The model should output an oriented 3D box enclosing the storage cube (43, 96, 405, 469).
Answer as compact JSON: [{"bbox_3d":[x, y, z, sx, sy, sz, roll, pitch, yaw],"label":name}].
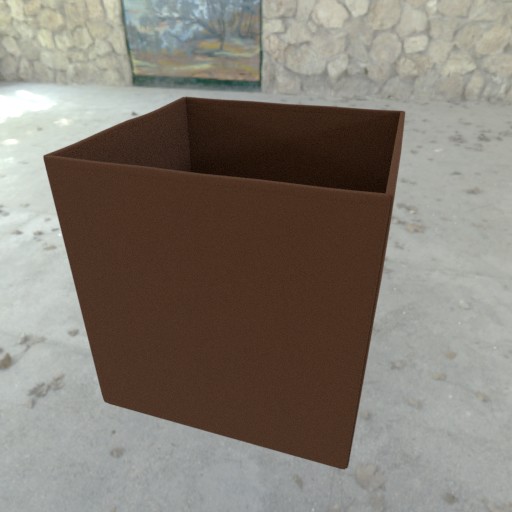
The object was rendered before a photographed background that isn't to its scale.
[{"bbox_3d":[0.000,0.000,0.488,0.270,0.280,0.270,9,32,15],"label":"storage cube"}]
